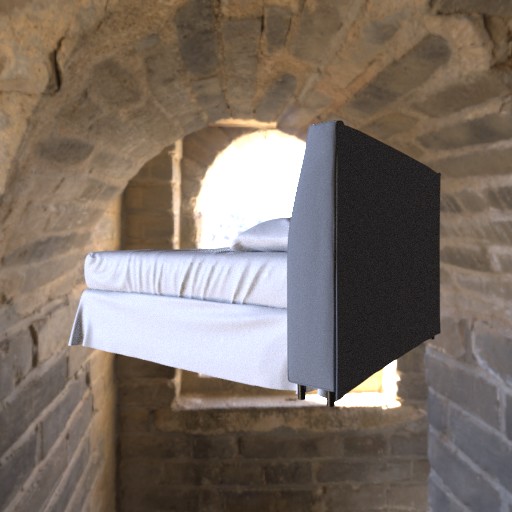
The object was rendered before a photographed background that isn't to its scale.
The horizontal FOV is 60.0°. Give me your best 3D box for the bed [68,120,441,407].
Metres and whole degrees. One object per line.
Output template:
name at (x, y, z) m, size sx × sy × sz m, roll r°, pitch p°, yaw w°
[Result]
bed at (0.000, 0.000, 3.408) m, size 2.276 × 1.332 × 1.925 m, roll 1°, pitch 2°, yaw 36°
